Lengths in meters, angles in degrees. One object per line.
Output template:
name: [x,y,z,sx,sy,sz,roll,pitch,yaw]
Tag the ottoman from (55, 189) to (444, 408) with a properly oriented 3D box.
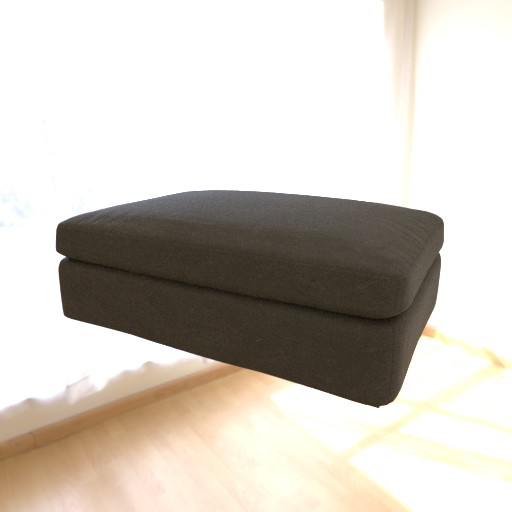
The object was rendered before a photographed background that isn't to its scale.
ottoman: [0.000,0.000,1.620,1.199,0.429,0.840,9,18,27]
